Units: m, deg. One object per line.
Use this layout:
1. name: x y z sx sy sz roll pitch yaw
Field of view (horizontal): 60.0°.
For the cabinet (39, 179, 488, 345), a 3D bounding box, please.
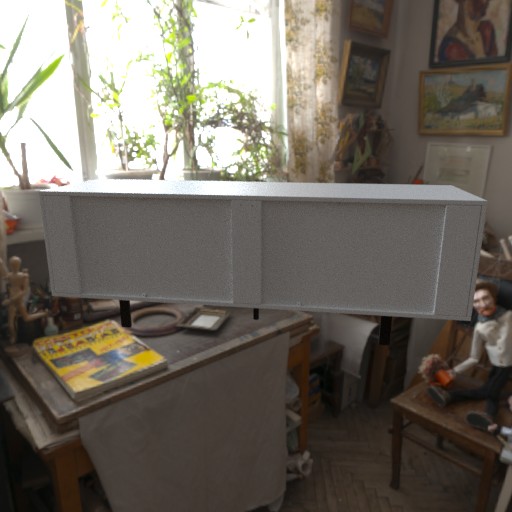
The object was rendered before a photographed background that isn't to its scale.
1. cabinet: 0.000 0.000 1.740 1.499 0.533 0.431 2 16 9
